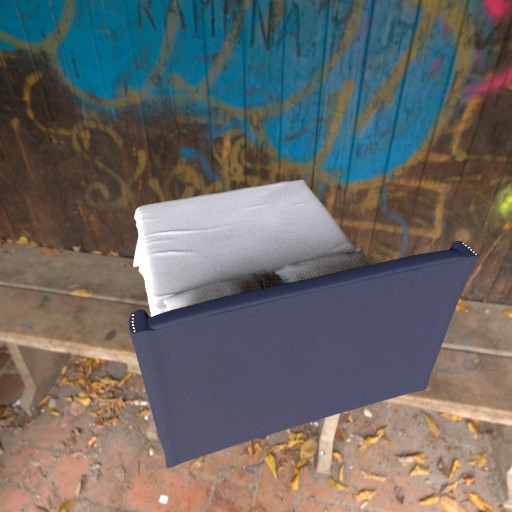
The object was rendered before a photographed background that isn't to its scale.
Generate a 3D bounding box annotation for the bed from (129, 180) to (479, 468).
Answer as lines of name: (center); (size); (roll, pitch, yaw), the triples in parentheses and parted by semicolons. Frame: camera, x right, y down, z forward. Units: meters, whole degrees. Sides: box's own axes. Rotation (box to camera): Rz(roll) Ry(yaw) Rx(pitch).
bed: (0.000, 0.000, 3.472); (1.925, 1.332, 2.276); (-11, 40, -14)
